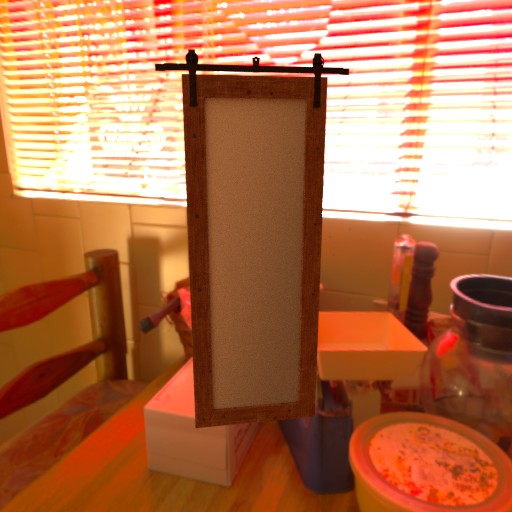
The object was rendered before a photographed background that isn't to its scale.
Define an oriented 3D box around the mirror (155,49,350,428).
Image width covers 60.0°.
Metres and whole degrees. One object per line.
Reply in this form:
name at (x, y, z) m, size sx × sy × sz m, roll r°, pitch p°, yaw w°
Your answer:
mirror at (0.000, 0.000, 2.104) m, size 0.847 × 1.793 × 0.042 m, roll -2°, pitch 15°, yaw -9°
